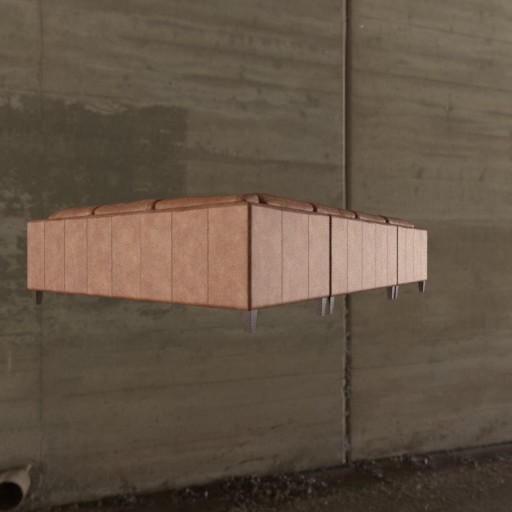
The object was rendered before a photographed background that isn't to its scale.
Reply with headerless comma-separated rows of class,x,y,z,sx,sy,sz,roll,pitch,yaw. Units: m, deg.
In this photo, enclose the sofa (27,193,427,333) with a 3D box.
sofa,0.000,0.000,4.480,2.430,0.832,3.401,0,0,36
